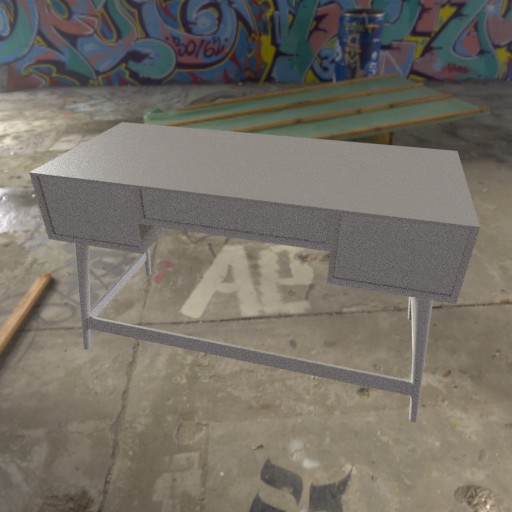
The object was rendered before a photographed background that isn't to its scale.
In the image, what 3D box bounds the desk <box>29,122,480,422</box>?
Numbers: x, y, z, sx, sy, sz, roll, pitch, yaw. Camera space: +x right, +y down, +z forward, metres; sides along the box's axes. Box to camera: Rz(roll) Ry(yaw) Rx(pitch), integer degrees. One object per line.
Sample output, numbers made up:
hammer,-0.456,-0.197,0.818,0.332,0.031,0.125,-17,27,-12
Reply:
desk,0.000,0.000,1.687,1.313,0.762,0.589,9,34,13
